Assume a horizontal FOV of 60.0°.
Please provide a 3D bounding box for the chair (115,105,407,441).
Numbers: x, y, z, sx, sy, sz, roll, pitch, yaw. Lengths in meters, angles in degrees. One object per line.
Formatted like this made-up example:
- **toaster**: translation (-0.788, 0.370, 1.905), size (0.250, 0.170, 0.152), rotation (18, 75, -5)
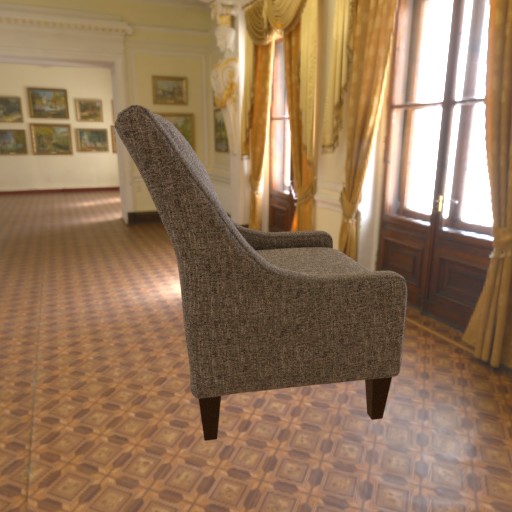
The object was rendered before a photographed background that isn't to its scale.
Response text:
- **chair**: translation (0.000, 0.000, 1.658), size (0.870, 1.014, 0.774), rotation (-3, 15, -11)
